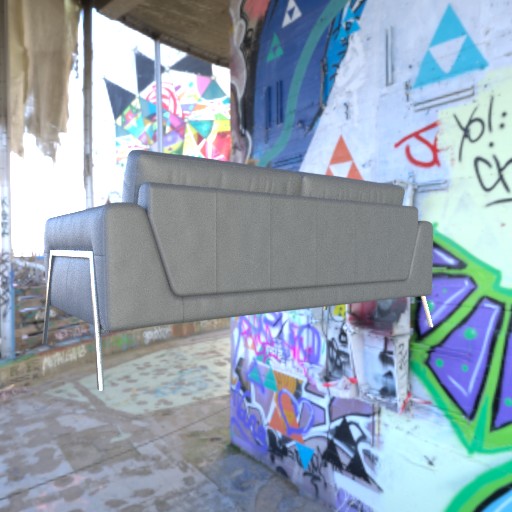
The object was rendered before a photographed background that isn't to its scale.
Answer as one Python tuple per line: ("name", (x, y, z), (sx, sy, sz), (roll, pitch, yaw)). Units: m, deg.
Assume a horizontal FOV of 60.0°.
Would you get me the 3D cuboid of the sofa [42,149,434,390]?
("sofa", (0.000, 0.000, 2.470), (2.017, 0.875, 0.953), (-1, 1, -37))
